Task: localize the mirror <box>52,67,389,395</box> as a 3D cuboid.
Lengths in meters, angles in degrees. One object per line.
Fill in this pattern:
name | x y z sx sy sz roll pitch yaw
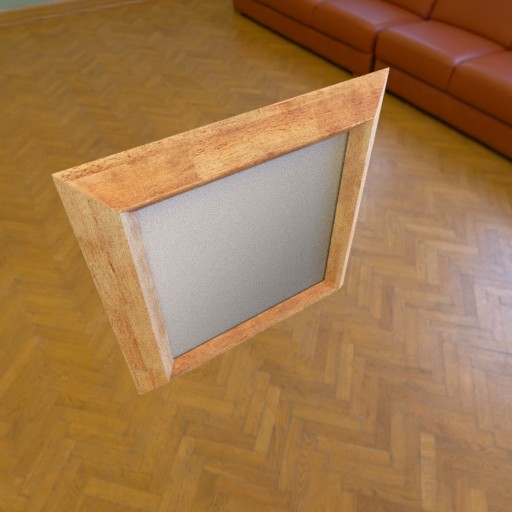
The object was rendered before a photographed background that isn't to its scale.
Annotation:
mirror | 0.000 0.000 0.961 0.651 0.651 0.047 -25 51 -22
